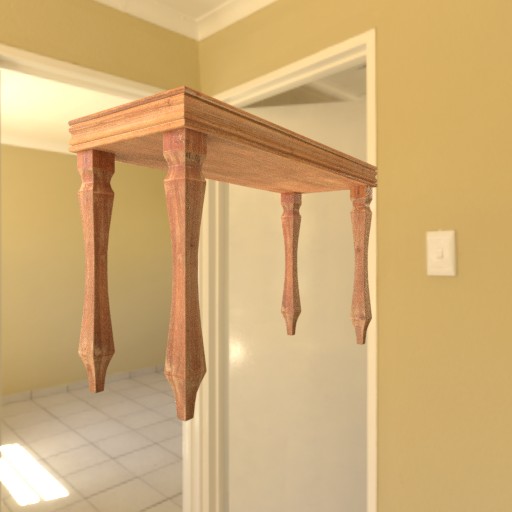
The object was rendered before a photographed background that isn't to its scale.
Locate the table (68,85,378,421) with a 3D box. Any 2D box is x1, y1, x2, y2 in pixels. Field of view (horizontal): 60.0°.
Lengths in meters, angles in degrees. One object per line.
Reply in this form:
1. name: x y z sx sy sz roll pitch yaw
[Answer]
1. table: 0.000 0.000 1.808 0.522 0.873 1.330 0 1 36
